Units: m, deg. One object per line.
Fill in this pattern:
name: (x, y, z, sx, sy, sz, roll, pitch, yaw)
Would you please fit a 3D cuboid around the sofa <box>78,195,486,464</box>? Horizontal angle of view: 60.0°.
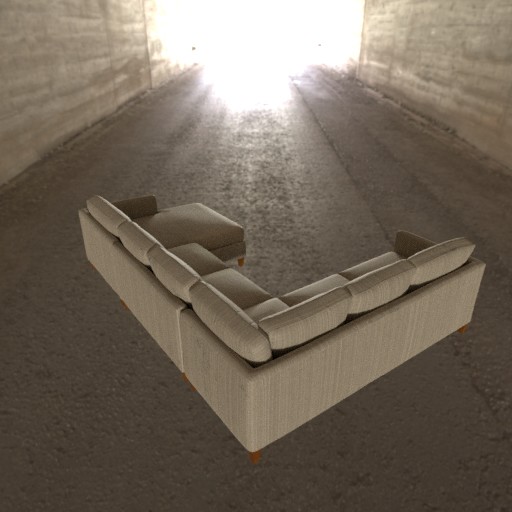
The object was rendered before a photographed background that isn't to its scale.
sofa: (0.000, 0.000, 4.591, 2.594, 0.961, 3.460, -18, 32, -31)
